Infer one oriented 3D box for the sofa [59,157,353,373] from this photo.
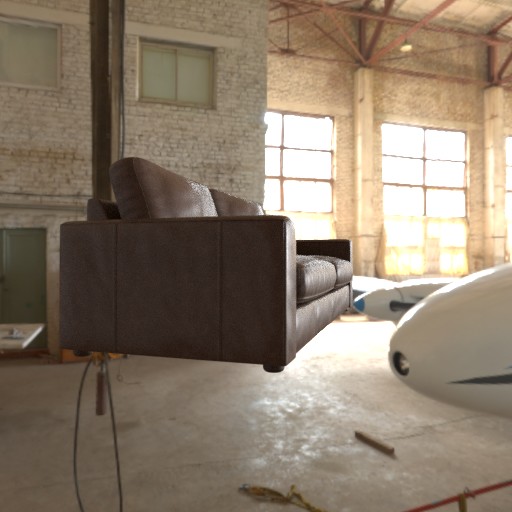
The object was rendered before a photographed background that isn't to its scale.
[{"bbox_3d":[0.000,0.000,2.715,1.016,0.873,2.179,0,-1,18],"label":"sofa"}]
